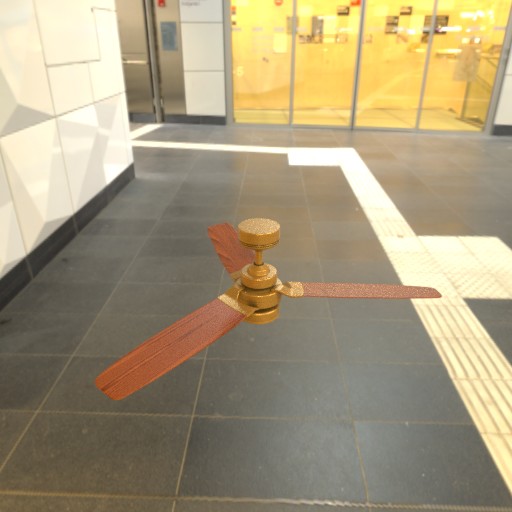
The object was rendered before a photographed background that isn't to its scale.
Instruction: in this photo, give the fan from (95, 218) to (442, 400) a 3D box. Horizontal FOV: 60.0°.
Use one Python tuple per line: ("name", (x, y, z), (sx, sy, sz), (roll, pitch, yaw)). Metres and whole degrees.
("fan", (0.000, 0.000, 2.029), (1.416, 0.425, 1.271), (-8, 27, -16))
